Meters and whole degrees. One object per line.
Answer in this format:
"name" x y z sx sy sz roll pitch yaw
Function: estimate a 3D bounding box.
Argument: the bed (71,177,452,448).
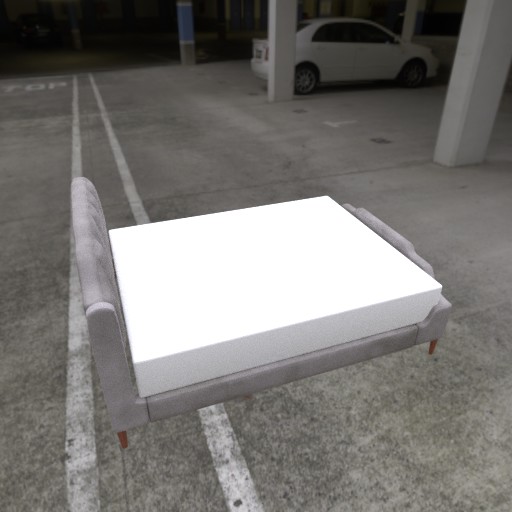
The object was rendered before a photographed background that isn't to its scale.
"bed" 0.000 0.000 3.289 2.340 1.245 1.676 -11 33 -17
